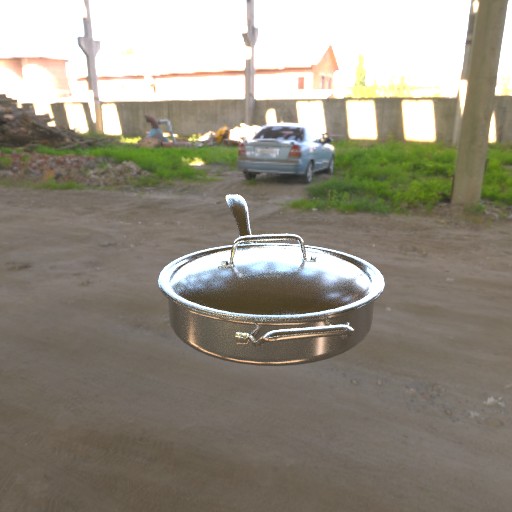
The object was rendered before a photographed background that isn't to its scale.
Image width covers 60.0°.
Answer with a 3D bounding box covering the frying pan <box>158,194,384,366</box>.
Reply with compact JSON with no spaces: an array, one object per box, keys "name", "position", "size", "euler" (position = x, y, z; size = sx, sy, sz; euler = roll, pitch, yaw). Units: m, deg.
[{"name":"frying pan","position":[0.000,0.000,0.662],"size":[0.280,0.114,0.561],"euler":[-3,17,-10]}]
